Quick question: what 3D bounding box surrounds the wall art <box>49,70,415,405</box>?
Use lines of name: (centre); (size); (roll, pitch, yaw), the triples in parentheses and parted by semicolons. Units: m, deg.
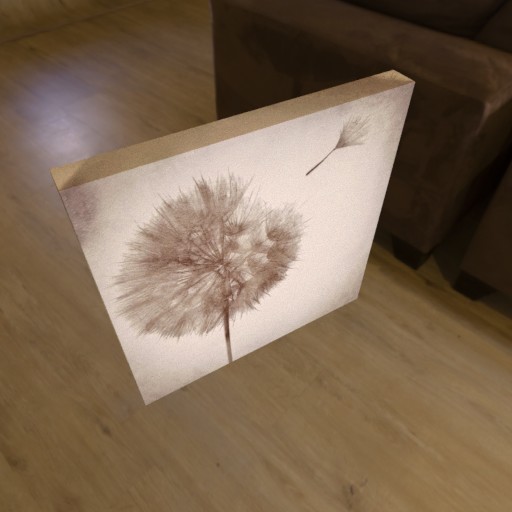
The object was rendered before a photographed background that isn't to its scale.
wall art: (0.000, 0.000, 0.450); (0.303, 0.303, 0.028); (-23, 51, -20)
